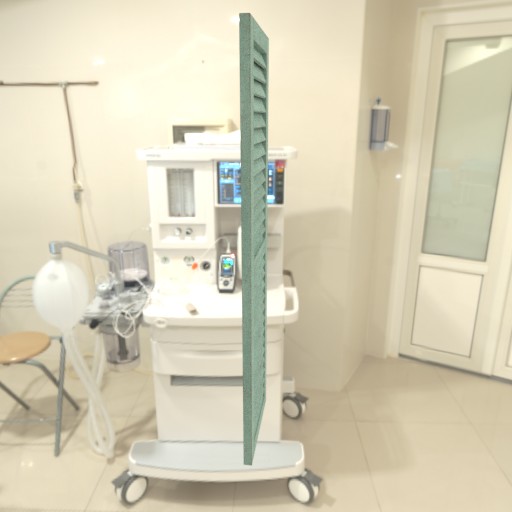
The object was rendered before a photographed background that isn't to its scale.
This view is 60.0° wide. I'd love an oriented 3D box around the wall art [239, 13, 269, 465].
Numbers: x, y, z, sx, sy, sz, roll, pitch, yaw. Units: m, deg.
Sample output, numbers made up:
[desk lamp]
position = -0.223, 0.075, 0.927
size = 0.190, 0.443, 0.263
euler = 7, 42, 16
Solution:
[wall art]
position = 0.000, 0.000, 1.309
size = 0.025, 1.219, 0.329
euler = 3, 17, 8
